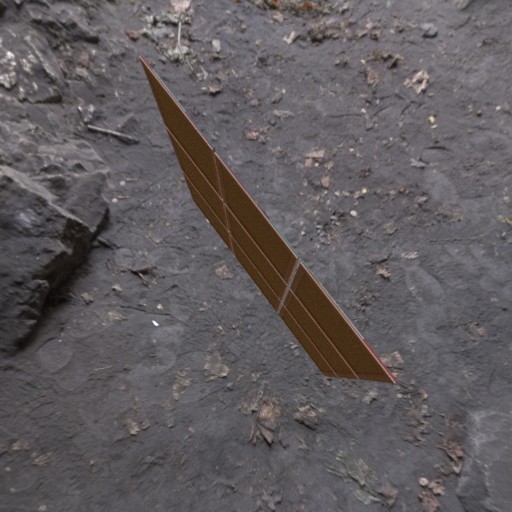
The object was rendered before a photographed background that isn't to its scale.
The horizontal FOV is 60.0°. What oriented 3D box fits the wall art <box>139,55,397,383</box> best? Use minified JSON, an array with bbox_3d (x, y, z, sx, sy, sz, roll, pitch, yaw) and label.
[{"bbox_3d":[0.000,0.000,2.312,0.013,1.519,1.521,-36,78,-8],"label":"wall art"}]
